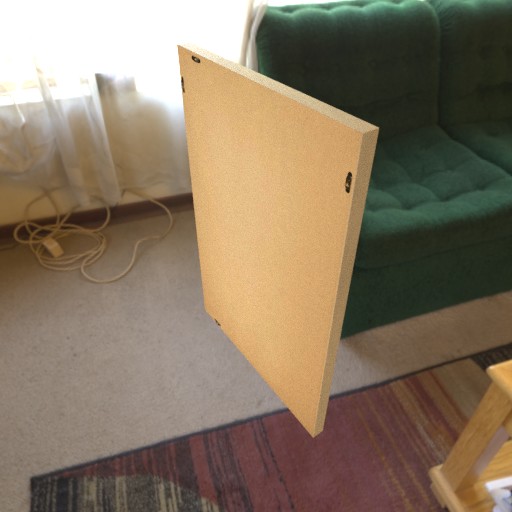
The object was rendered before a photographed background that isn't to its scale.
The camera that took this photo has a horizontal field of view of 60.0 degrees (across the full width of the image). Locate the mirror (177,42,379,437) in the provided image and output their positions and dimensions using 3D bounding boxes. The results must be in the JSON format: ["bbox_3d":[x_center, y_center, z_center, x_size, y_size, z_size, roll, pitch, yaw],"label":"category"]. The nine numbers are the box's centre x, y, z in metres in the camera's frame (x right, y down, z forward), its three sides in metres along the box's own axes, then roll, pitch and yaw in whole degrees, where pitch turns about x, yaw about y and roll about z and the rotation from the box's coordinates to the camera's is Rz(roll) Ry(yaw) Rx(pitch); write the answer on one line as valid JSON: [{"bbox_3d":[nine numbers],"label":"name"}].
[{"bbox_3d":[0.000,0.000,1.165,0.041,0.915,0.609,-24,46,-26],"label":"mirror"}]
